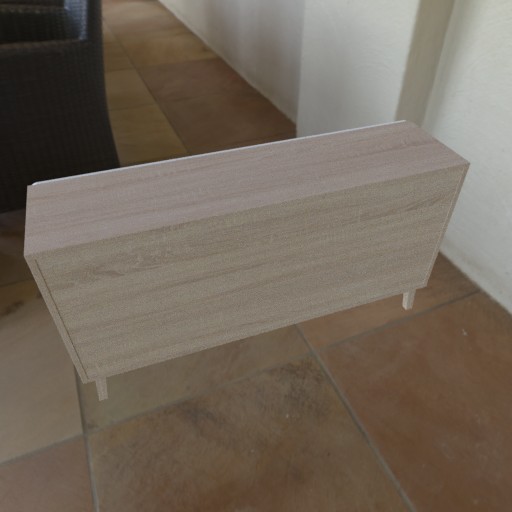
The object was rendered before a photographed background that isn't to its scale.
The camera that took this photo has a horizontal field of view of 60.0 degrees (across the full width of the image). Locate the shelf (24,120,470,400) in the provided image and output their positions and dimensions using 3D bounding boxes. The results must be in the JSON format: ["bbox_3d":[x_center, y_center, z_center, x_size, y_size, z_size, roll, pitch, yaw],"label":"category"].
[{"bbox_3d":[0.000,0.000,1.798,1.490,0.780,0.400,-13,43,-15],"label":"shelf"}]
